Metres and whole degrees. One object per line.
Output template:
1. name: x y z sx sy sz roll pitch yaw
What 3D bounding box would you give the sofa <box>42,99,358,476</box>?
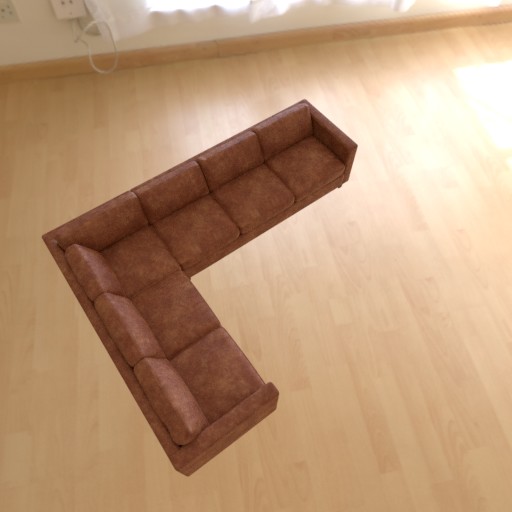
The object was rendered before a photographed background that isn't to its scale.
1. sofa: 0.000 0.000 4.299 3.150 0.838 2.438 -32 65 -17
